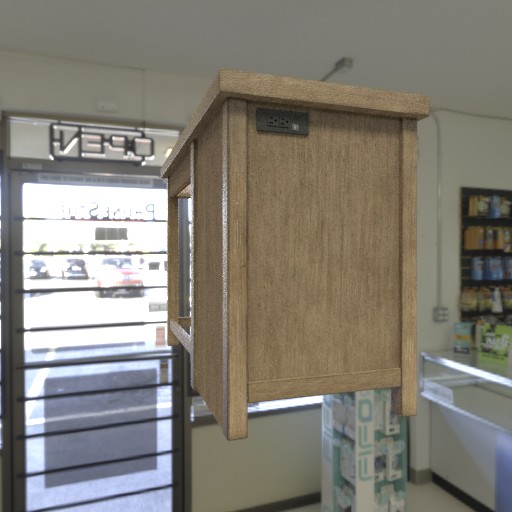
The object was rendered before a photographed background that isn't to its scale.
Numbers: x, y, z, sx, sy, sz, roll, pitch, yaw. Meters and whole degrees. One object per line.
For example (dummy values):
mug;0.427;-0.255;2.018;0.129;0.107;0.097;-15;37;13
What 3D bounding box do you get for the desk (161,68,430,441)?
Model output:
desk;0.000;0.000;1.768;0.610;0.912;1.289;0;0;-18
